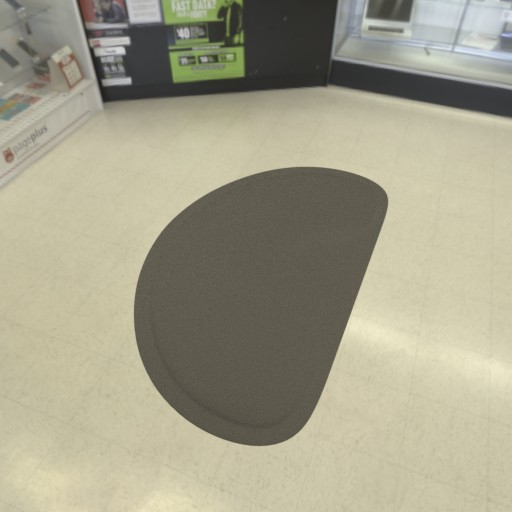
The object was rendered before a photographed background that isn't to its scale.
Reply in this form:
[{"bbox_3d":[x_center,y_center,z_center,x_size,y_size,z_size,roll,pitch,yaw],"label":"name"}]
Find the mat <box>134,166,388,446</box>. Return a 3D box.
[{"bbox_3d":[0.000,0.000,1.913,0.913,0.013,1.524,18,48,16],"label":"mat"}]
